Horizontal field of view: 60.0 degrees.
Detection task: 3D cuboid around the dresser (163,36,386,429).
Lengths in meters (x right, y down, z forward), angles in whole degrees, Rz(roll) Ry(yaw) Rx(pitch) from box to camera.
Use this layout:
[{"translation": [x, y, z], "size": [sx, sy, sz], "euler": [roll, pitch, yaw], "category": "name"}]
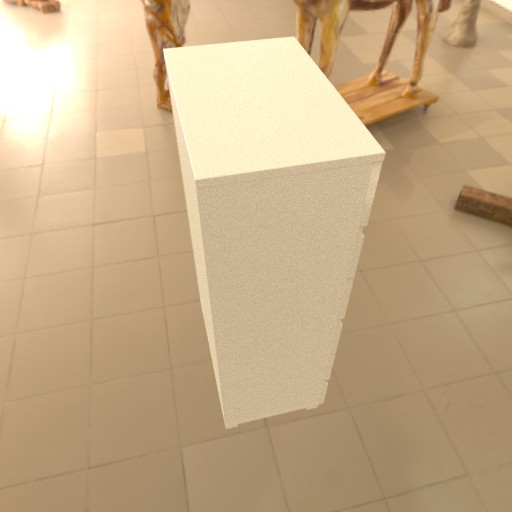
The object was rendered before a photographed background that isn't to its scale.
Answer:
[{"translation": [0.000, 0.000, 1.540], "size": [0.400, 1.190, 0.650], "euler": [-10, 47, -9], "category": "dresser"}]
